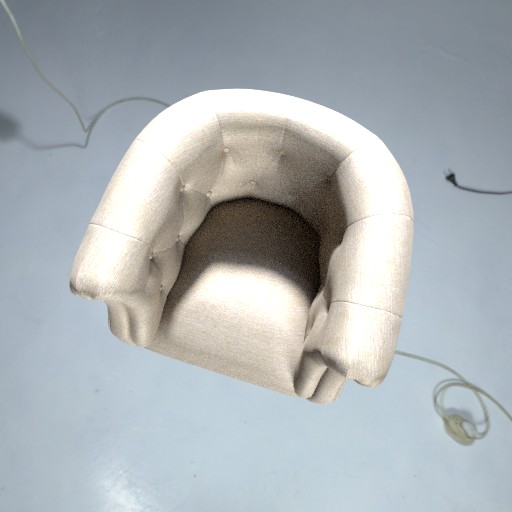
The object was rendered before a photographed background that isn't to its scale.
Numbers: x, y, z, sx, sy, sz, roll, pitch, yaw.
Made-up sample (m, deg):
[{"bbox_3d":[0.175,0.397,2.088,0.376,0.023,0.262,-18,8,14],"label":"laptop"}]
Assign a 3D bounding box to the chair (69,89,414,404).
[{"bbox_3d":[0.000,0.000,1.572,0.905,0.827,0.852,16,76,4],"label":"chair"}]
